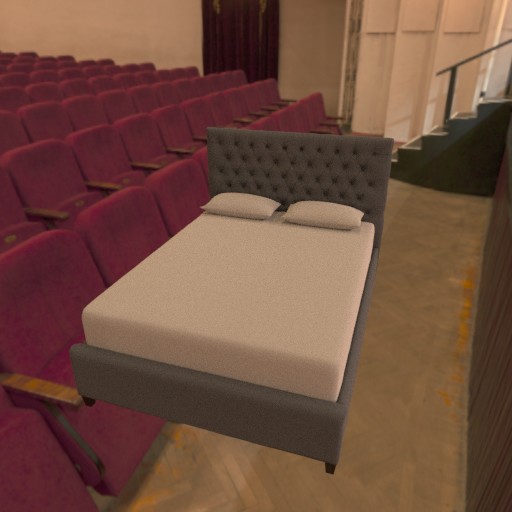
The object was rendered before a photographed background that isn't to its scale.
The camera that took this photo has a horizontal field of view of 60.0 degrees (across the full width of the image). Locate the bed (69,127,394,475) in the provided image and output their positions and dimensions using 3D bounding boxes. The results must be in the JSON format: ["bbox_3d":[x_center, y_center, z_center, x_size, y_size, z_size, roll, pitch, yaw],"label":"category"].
[{"bbox_3d":[0.000,0.000,3.279,1.698,1.427,2.231,8,27,17],"label":"bed"}]
